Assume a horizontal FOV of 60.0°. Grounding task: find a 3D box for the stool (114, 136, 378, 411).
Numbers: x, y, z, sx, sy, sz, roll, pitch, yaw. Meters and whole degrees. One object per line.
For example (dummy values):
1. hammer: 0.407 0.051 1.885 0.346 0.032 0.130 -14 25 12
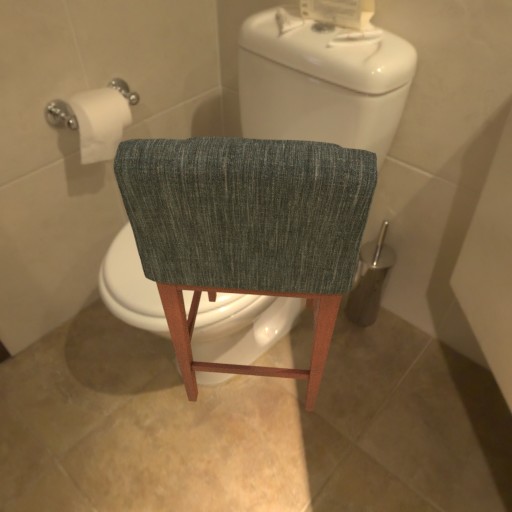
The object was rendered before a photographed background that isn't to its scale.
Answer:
1. stool: 0.000 0.000 1.081 0.395 0.835 0.459 4 46 3
